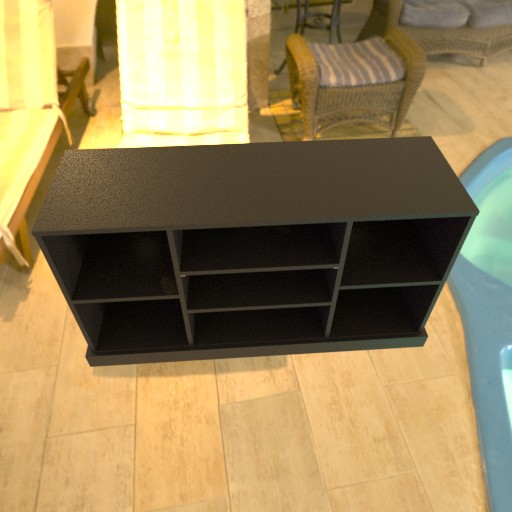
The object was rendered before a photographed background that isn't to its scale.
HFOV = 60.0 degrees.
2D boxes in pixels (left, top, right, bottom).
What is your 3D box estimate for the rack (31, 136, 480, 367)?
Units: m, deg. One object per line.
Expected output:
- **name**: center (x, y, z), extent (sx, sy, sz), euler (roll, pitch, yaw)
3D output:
- **rack**: center (0.000, 0.000, 1.512), extent (1.206, 0.635, 0.399), euler (-3, 46, -3)
